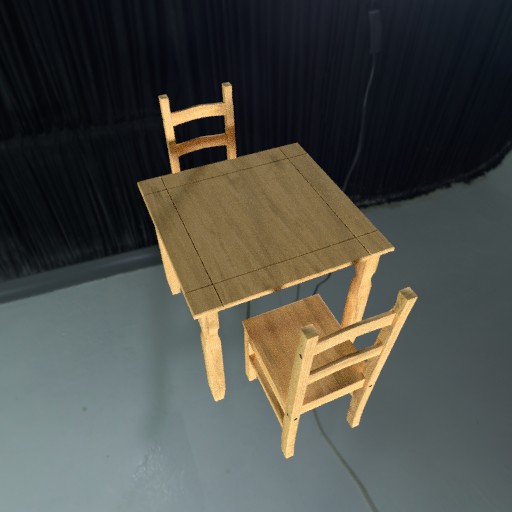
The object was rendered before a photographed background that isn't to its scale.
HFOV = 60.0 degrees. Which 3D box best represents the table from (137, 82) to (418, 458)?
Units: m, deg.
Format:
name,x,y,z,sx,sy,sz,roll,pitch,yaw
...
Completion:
name,x,y,z,sx,sy,sz,roll,pitch,yaw
table,0.000,0.000,2.045,0.813,0.942,1.501,-18,49,-16
